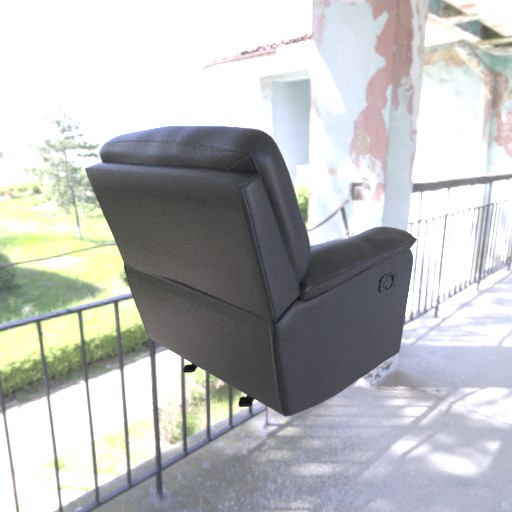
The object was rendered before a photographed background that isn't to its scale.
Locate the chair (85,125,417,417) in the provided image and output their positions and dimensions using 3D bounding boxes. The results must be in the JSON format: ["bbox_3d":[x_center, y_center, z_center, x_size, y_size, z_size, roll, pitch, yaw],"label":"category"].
[{"bbox_3d":[0.000,0.000,1.997,1.087,1.109,1.096,-13,20,-42],"label":"chair"}]
